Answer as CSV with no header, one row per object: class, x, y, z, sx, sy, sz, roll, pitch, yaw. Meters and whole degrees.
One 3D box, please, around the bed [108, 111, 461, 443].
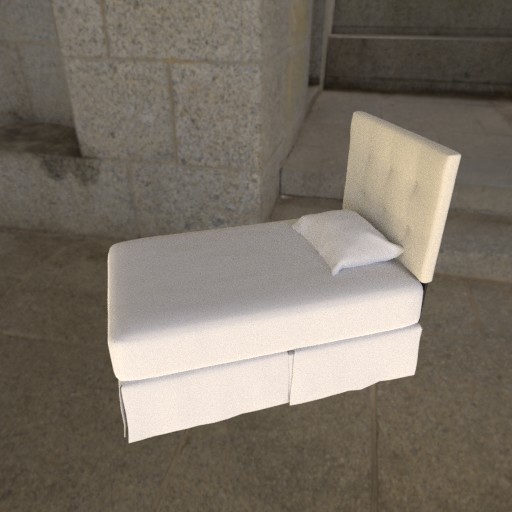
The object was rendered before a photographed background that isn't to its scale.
bed,0.000,0.000,2.979,1.997,1.571,1.261,-8,31,-14
